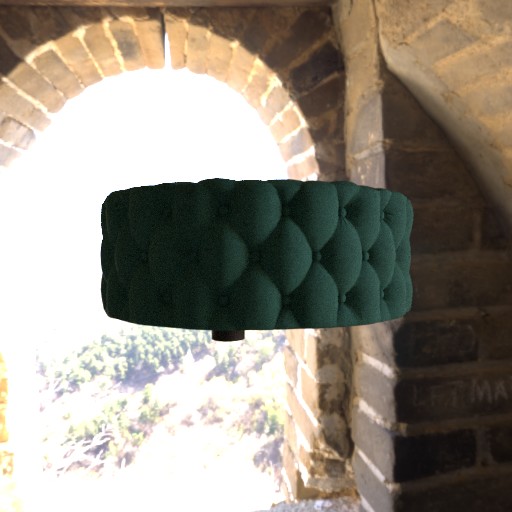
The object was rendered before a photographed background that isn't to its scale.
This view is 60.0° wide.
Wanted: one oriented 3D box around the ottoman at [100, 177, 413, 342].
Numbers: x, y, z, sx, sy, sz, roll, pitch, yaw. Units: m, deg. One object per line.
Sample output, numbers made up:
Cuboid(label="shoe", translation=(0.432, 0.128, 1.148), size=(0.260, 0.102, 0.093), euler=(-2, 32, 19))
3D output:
Cuboid(label="ottoman", translation=(0.000, 0.000, 1.488), size=(0.998, 0.399, 0.998), euler=(0, 1, 0))
